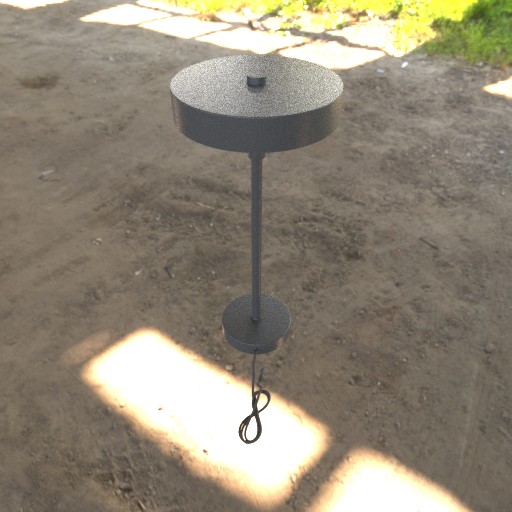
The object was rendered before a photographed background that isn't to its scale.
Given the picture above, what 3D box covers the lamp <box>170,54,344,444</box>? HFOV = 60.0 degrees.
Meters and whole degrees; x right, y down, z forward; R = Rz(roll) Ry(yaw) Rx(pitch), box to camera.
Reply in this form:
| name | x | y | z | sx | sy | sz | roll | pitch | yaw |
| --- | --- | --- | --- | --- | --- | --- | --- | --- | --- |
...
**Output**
| name | x | y | z | sx | sy | sz | roll | pitch | yaw |
| --- | --- | --- | --- | --- | --- | --- | --- | --- | --- |
| lamp | 0.000 | 0.000 | 0.695 | 0.229 | 0.508 | 0.369 | 1 | 41 | 1 |
